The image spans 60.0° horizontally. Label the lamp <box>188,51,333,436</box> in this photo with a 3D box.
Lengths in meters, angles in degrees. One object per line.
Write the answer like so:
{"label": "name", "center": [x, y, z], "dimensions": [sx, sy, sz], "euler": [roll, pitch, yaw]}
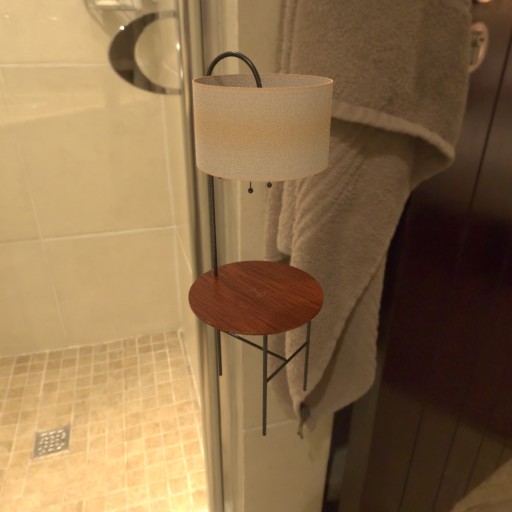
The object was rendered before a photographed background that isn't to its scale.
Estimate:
{"label": "lamp", "center": [0.000, 0.000, 1.814], "dimensions": [0.573, 1.517, 0.573], "euler": [0, 27, 0]}
